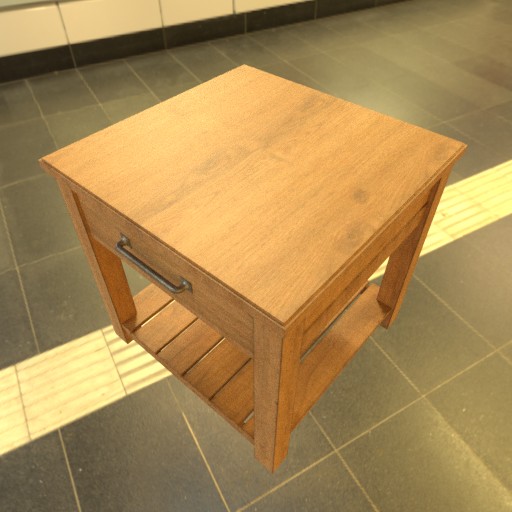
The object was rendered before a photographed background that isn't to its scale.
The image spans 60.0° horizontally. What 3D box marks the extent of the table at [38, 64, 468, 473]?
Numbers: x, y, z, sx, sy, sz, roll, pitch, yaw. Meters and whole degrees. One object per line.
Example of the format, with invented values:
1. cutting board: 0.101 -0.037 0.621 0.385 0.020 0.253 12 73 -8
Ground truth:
1. table: 0.000 0.000 1.093 0.616 0.593 0.612 32 53 27
